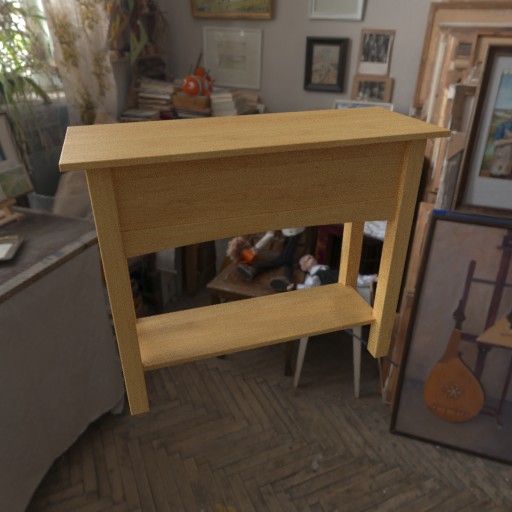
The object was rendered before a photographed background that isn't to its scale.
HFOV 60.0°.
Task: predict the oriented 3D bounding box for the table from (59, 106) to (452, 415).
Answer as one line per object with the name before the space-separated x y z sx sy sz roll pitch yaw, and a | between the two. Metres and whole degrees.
table | 0.000 0.000 1.282 0.900 0.728 0.340 -9 30 -16
